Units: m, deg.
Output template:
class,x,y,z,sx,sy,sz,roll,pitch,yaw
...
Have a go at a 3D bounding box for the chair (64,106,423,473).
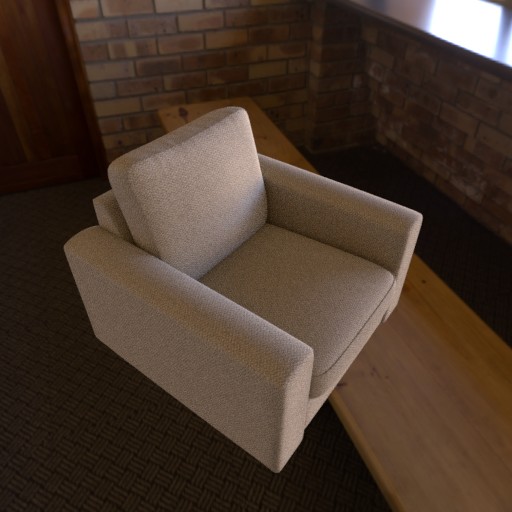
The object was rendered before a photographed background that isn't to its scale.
class,x,y,z,sx,sy,sz,roll,pitch,yaw
chair,0.000,0.000,1.758,1.016,0.873,1.005,26,47,27
